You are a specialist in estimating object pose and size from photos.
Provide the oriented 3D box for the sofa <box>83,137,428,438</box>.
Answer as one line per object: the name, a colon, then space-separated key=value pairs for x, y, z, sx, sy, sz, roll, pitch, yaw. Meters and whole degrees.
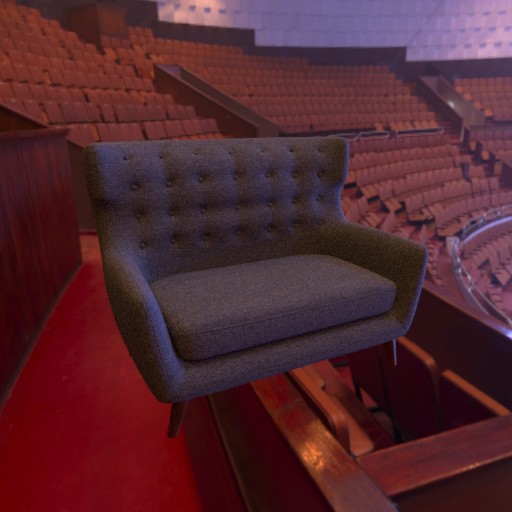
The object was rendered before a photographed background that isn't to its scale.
sofa: x=0.000 y=0.000 z=2.058 sx=1.358 sy=1.028 sz=0.874 roll=-9 pitch=19 yaw=-26
